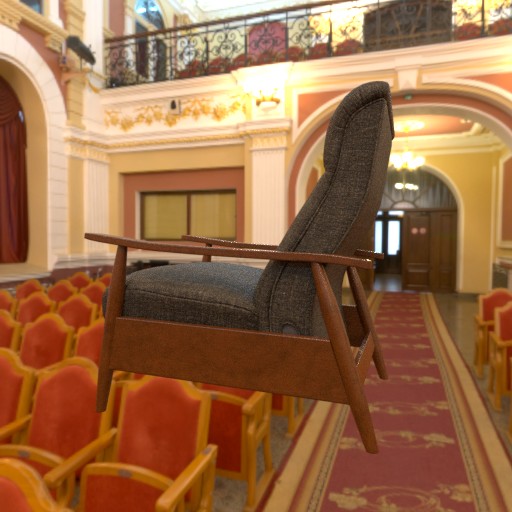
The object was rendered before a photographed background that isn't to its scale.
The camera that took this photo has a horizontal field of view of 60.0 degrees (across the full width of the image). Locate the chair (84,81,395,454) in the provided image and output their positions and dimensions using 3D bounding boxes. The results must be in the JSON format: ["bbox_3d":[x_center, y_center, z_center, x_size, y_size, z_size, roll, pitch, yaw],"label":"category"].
[{"bbox_3d":[0.000,0.000,1.733,1.014,1.082,0.762,1,2,19],"label":"chair"}]
